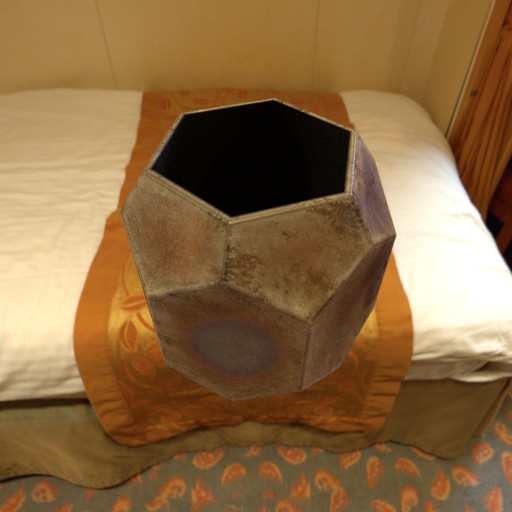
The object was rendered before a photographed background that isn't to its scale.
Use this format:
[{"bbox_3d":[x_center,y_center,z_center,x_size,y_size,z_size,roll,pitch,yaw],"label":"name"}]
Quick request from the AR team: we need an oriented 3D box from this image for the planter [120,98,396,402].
[{"bbox_3d":[0.000,0.000,0.429,0.221,0.238,0.243,32,54,27],"label":"planter"}]
